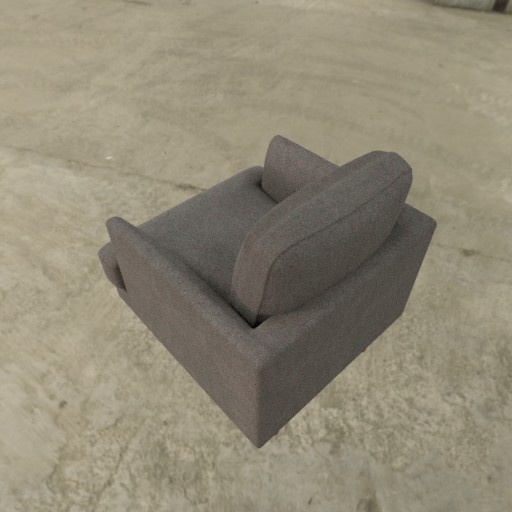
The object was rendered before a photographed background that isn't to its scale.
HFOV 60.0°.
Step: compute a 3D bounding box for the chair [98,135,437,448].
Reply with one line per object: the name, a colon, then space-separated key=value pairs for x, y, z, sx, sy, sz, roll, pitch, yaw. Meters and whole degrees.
chair: x=0.000 y=0.000 z=1.648 sx=0.858 sy=0.957 sz=0.899 roll=-33 pitch=54 yaw=-28
